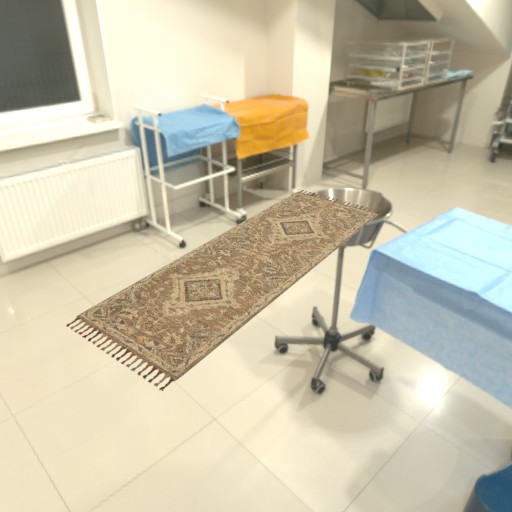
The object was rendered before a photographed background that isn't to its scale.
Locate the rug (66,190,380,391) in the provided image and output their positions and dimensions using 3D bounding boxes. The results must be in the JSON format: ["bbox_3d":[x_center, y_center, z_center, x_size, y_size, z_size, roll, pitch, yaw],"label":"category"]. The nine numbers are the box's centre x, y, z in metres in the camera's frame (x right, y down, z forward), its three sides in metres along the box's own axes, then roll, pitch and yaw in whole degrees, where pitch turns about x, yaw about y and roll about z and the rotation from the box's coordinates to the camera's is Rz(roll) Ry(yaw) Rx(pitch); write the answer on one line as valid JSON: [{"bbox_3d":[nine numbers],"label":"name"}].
[{"bbox_3d":[0.000,0.000,2.849,2.378,0.018,1.324,-21,36,-31],"label":"rug"}]
